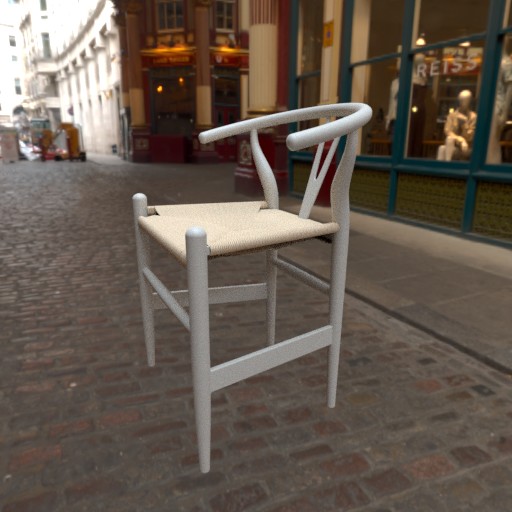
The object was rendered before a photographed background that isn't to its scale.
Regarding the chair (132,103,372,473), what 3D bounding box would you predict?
[{"bbox_3d":[0.000,0.000,1.112,0.500,0.736,0.533,-8,18,-25],"label":"chair"}]
